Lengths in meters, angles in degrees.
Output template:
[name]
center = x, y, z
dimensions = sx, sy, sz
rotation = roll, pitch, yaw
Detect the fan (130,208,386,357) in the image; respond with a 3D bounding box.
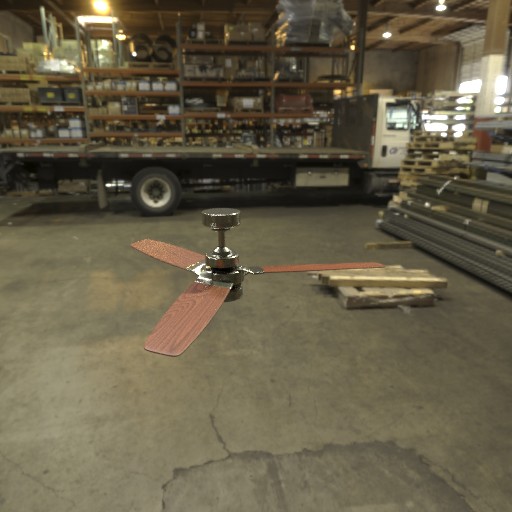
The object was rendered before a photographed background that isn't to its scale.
[fan]
center = 0.000, 0.000, 2.034
dimensions = 1.271, 0.410, 1.416
rotation = -3, 17, -9
